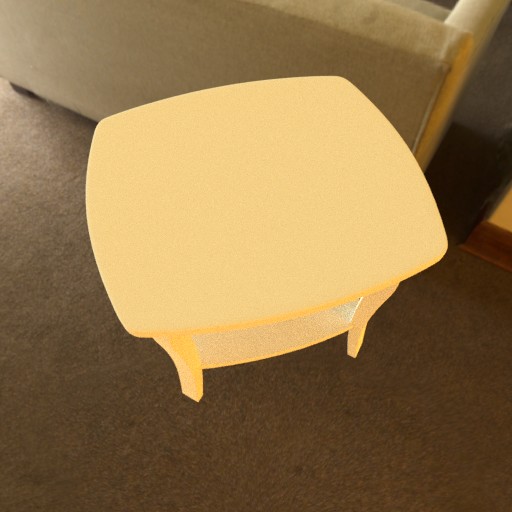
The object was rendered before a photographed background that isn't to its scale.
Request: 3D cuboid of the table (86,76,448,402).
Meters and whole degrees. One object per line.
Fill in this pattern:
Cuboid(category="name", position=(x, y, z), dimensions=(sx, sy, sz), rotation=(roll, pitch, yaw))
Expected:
Cuboid(category="table", position=(0.000, 0.000, 0.852), dimensions=(0.502, 0.438, 0.451), rotation=(-13, 59, -8))
